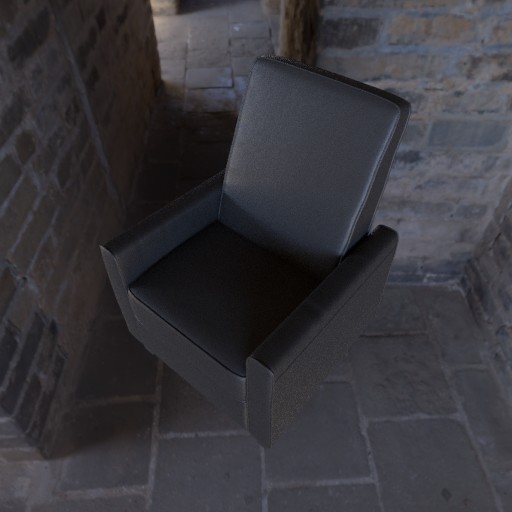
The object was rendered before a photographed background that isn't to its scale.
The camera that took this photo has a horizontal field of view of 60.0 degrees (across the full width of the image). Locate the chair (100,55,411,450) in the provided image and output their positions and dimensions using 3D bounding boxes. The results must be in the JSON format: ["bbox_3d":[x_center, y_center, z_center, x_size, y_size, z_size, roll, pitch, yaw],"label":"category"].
[{"bbox_3d":[0.000,0.000,1.480,0.705,1.013,0.746,31,54,26],"label":"chair"}]
